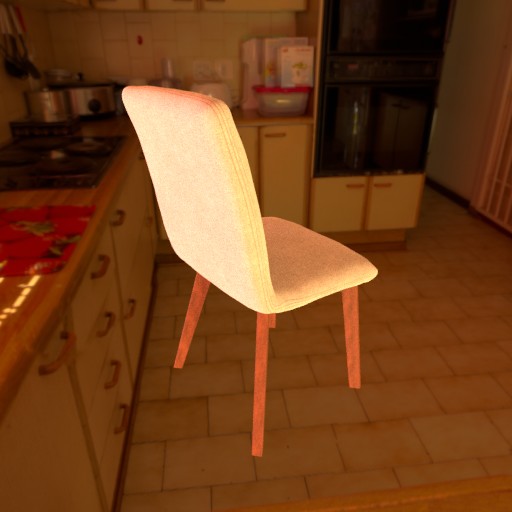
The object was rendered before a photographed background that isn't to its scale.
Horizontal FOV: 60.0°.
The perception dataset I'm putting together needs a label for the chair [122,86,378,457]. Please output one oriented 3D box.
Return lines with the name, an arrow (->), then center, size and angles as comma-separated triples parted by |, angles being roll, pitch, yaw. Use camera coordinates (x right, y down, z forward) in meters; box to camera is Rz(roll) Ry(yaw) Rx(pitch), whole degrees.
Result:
chair -> 0.000, 0.000, 1.333 | 0.563, 0.974, 0.522 | -18, 32, -33
